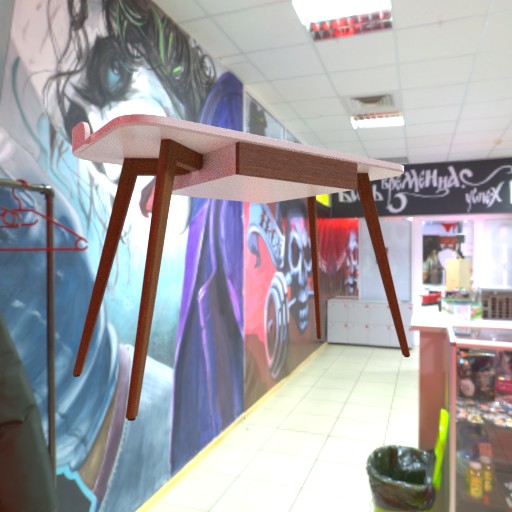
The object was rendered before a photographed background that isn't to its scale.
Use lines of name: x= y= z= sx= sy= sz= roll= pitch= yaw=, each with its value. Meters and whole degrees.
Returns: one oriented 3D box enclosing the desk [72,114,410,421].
desk: x=0.000 y=0.000 z=1.633 sx=1.206 sy=0.807 sz=0.534 roll=0 pitch=0 yaw=-37
